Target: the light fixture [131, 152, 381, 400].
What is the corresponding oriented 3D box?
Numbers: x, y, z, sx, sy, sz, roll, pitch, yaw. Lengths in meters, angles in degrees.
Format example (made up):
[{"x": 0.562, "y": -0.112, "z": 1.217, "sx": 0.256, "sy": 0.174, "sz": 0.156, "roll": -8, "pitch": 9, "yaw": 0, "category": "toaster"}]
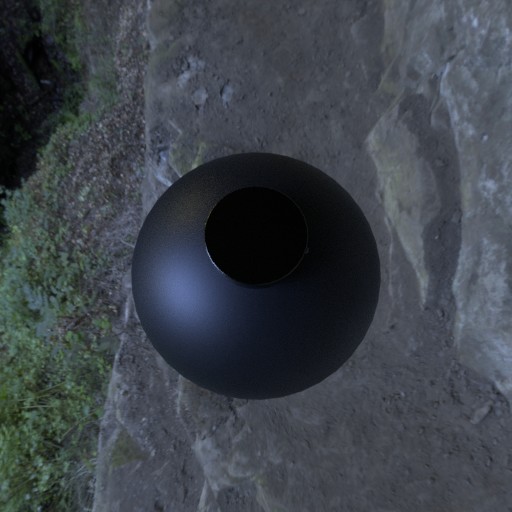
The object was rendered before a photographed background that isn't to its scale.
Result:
[{"x": 0.000, "y": 0.000, "z": 0.562, "sx": 0.355, "sy": 0.177, "sz": 0.355, "roll": 0, "pitch": 74, "yaw": 0, "category": "light fixture"}]
